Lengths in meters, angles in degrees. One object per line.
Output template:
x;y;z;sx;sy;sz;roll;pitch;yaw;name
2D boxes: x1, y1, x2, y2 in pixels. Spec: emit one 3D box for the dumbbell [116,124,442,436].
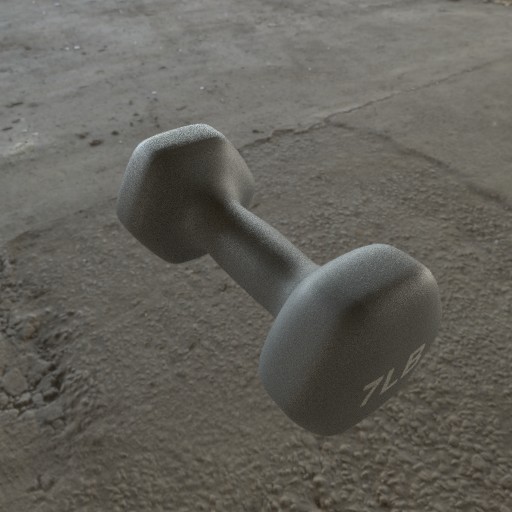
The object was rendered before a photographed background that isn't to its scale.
0.000;0.000;0.232;0.090;0.081;0.184;-25;47;-26;dumbbell
